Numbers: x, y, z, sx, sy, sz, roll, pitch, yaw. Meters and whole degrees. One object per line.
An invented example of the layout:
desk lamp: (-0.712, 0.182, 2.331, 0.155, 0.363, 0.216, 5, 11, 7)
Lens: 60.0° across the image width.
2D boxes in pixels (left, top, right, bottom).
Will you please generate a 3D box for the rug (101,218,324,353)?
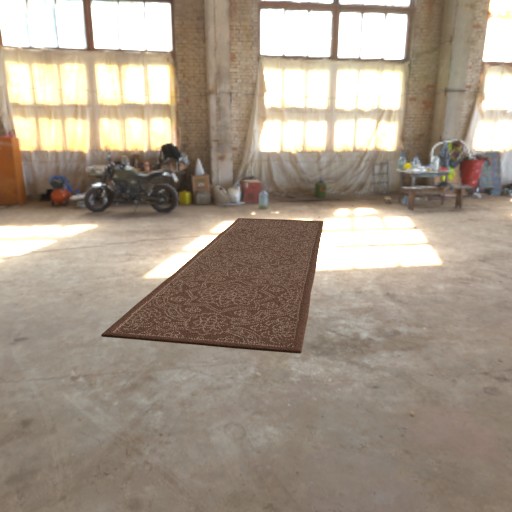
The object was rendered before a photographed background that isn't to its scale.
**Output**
rug: (0.000, 0.000, 2.783, 0.769, 0.012, 2.448, 3, 16, 10)
